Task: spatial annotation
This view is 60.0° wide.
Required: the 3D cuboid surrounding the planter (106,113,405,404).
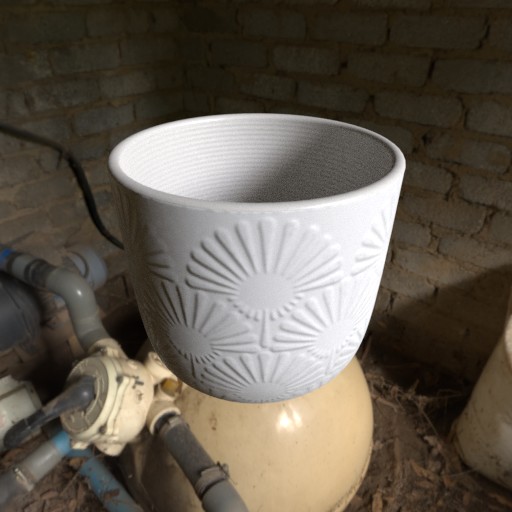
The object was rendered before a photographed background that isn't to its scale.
[{"bbox_3d":[0.000,0.000,0.218,0.124,0.109,0.124,0,31,0],"label":"planter"}]
